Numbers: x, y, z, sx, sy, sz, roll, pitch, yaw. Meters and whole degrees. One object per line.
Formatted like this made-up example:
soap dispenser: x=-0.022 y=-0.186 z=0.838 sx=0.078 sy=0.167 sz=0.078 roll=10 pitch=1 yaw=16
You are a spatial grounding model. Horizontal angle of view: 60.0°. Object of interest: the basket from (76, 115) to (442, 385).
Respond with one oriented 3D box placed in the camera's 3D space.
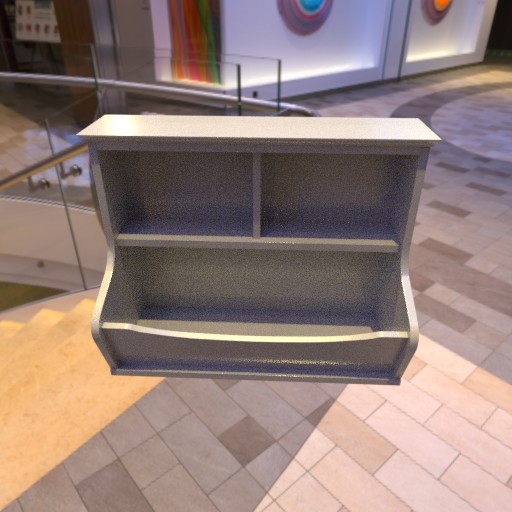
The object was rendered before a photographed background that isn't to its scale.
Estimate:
basket: x=0.000 y=0.000 z=1.106 sx=0.780 sy=0.600 sz=0.350 roll=1 pitch=31 yaw=2
